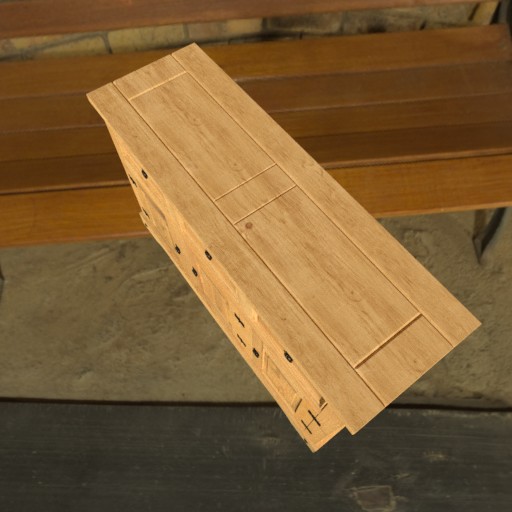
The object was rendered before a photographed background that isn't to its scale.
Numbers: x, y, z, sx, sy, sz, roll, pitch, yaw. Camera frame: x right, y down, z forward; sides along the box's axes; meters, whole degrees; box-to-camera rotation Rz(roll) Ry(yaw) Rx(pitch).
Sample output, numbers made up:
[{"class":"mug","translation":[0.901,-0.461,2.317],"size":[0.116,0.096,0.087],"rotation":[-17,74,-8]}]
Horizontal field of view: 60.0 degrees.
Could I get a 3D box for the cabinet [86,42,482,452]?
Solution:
[{"class":"cabinet","translation":[0.000,0.000,1.659],"size":[0.432,0.810,1.321],"rotation":[-34,68,-16]}]
